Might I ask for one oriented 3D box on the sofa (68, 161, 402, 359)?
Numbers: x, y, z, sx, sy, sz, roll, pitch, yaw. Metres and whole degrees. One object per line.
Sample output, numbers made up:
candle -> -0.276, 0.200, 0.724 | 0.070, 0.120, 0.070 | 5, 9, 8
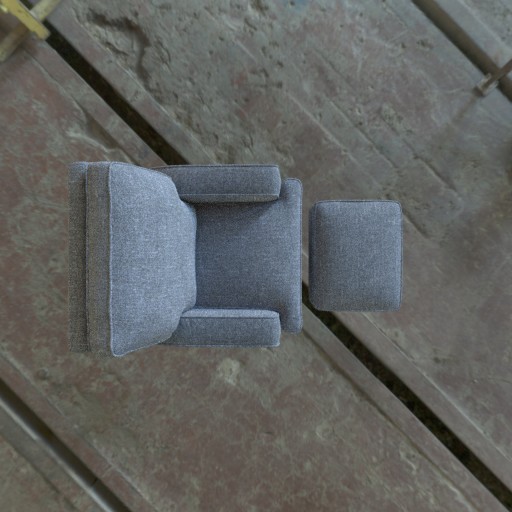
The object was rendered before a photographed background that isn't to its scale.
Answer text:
sofa -> 0.000, 0.000, 2.090 | 1.472, 0.959, 0.861 | 0, 91, 0
